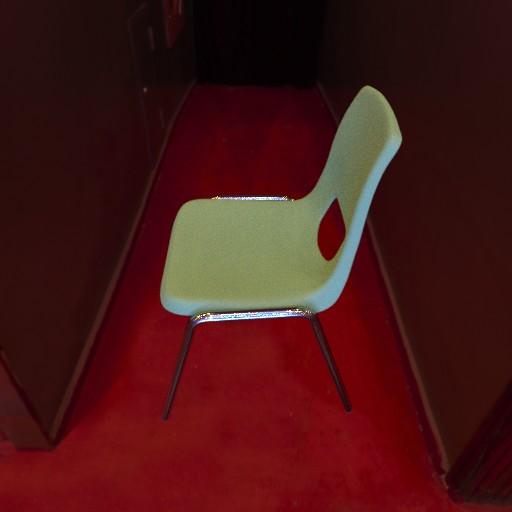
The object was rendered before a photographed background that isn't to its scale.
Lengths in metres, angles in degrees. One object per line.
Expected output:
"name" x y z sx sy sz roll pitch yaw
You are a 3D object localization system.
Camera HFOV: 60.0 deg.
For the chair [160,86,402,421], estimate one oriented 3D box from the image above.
"chair" 0.000 0.000 0.924 0.436 0.653 0.381 -1 41 -1
